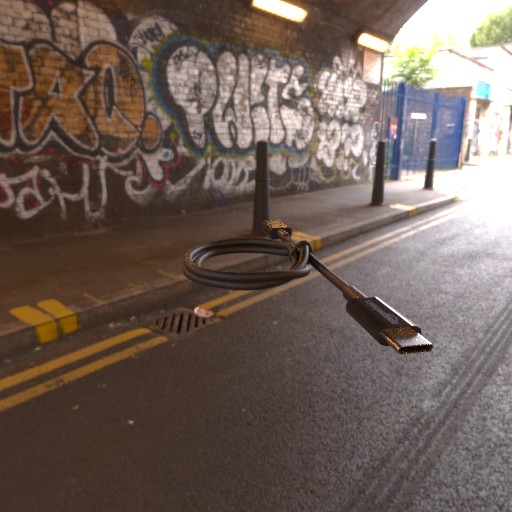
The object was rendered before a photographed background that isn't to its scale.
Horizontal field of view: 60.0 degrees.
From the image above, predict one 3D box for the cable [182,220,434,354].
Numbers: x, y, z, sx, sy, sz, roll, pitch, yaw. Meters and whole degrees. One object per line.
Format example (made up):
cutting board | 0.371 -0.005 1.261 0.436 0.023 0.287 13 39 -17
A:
cable | 0.000 0.000 0.210 0.070 0.014 0.192 -3 15 -11
